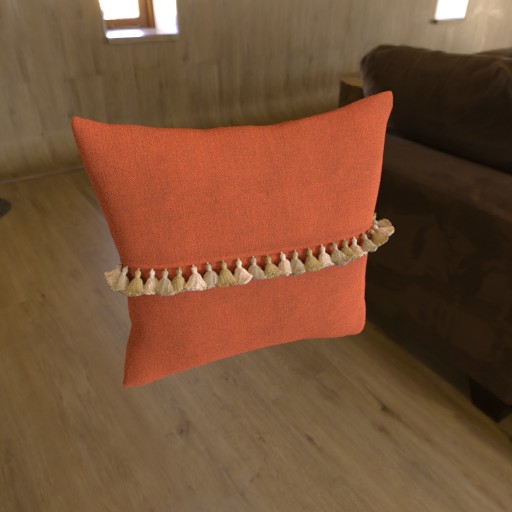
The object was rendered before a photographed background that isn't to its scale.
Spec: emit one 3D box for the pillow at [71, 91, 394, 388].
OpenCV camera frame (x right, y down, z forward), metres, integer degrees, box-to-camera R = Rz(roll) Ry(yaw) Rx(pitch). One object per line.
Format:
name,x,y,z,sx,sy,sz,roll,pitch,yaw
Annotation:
pillow,0.000,0.000,0.726,0.490,0.482,0.165,-10,33,-16
